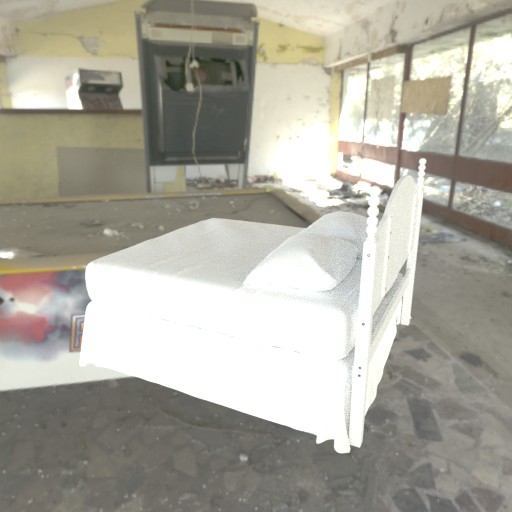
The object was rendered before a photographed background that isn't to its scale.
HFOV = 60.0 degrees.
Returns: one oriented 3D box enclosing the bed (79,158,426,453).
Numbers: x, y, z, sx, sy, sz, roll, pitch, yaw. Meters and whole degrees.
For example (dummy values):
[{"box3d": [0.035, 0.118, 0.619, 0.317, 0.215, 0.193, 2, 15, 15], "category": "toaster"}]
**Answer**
[{"box3d": [0.000, 0.000, 3.234, 2.040, 1.356, 1.873, 8, 19, 26], "category": "bed"}]
